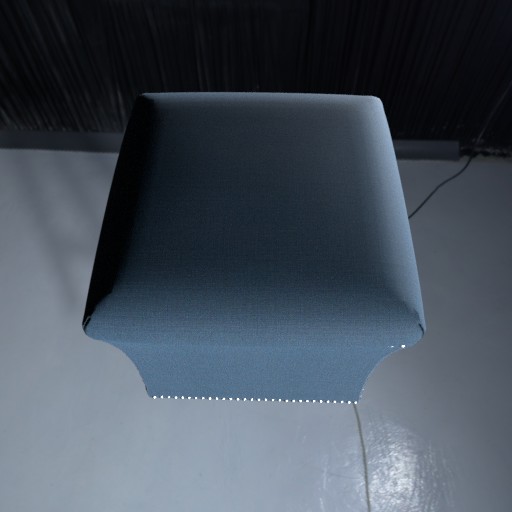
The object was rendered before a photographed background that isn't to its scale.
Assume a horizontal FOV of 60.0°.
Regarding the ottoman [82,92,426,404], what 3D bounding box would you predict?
[{"bbox_3d":[0.000,0.000,0.901,0.497,0.475,0.507,1,59,1],"label":"ottoman"}]
